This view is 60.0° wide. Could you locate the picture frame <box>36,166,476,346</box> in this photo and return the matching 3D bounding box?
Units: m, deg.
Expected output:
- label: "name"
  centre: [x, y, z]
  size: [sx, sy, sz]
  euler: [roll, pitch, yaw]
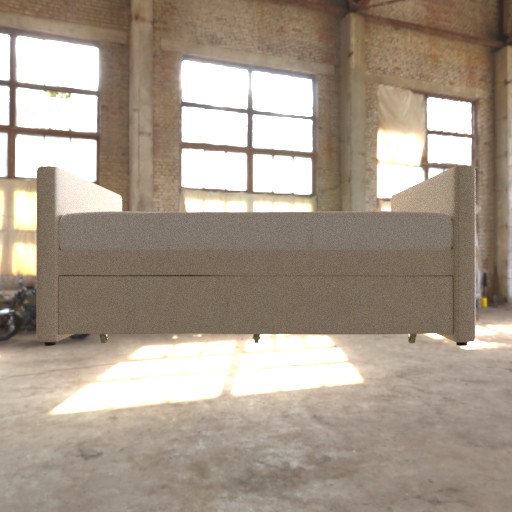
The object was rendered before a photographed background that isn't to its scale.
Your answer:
- label: "picture frame"
  centre: [0.000, 0.000, 2.699]
  size: [2.161, 0.891, 1.069]
  euler: [0, 0, 0]
